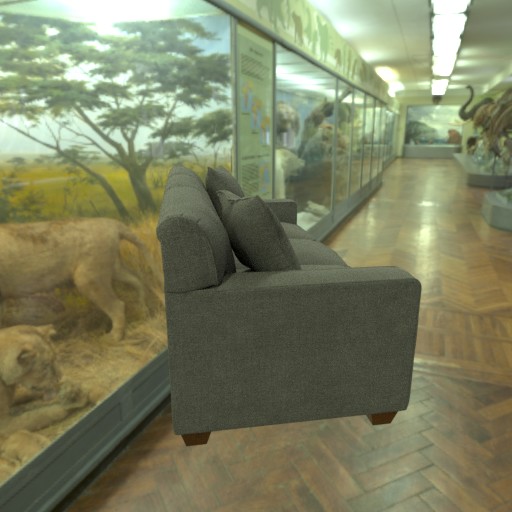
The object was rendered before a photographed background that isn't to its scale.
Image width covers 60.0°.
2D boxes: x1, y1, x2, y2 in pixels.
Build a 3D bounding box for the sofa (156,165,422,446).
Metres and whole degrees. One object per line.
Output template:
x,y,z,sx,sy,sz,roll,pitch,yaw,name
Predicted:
0.000,0.000,2.568,0.997,0.958,2.024,-3,16,-9,sofa
